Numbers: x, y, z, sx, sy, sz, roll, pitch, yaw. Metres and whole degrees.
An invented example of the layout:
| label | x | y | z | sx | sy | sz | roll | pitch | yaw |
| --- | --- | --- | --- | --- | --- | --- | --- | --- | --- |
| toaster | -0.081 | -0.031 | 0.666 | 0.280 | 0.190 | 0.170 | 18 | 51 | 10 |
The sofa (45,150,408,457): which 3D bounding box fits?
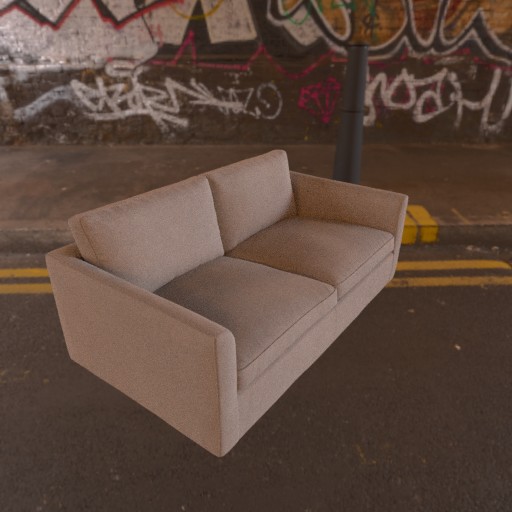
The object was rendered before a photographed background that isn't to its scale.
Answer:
| label | x | y | z | sx | sy | sz | roll | pitch | yaw |
| --- | --- | --- | --- | --- | --- | --- | --- | --- | --- |
| sofa | 0.000 | 0.000 | 2.568 | 1.091 | 0.839 | 1.905 | 18 | 32 | 32 |
